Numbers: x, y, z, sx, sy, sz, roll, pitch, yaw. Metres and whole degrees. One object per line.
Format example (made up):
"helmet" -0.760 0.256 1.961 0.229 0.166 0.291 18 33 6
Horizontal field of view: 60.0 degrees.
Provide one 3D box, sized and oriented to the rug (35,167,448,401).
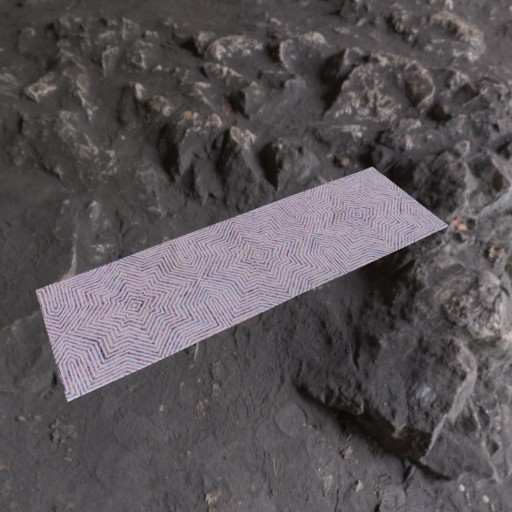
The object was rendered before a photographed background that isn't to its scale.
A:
"rug" 0.000 0.000 2.693 2.443 0.009 0.771 -22 50 -20
